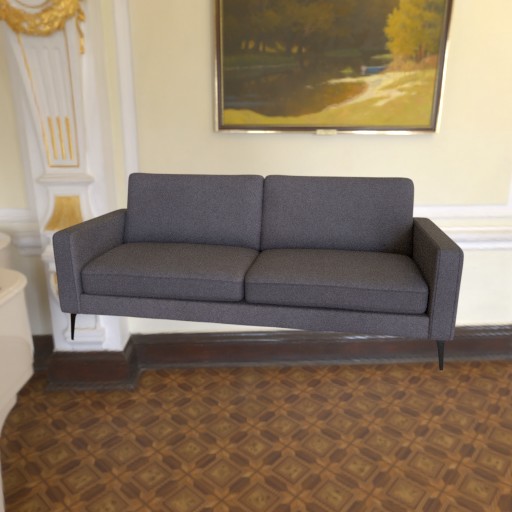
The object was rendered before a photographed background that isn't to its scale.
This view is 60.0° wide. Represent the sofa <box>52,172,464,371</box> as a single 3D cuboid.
[{"bbox_3d":[0.000,0.000,2.424,1.925,0.828,0.774,3,16,9],"label":"sofa"}]
